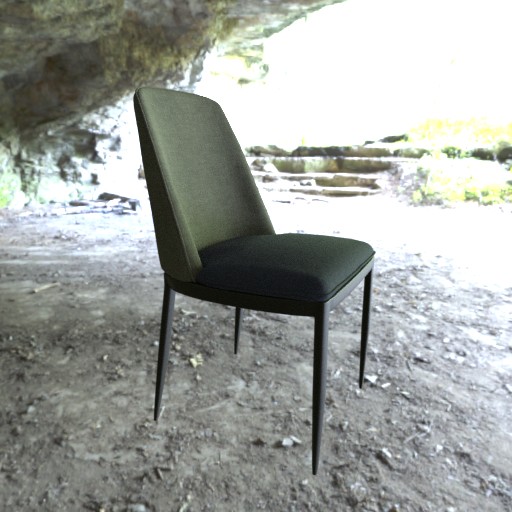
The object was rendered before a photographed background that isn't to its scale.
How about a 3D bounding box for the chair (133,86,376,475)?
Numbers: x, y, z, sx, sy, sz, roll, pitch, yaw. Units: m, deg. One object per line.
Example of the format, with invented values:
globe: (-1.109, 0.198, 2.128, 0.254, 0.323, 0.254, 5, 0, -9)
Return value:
chair: (0.000, 0.000, 1.172, 0.550, 0.855, 0.488, 7, 16, 26)
